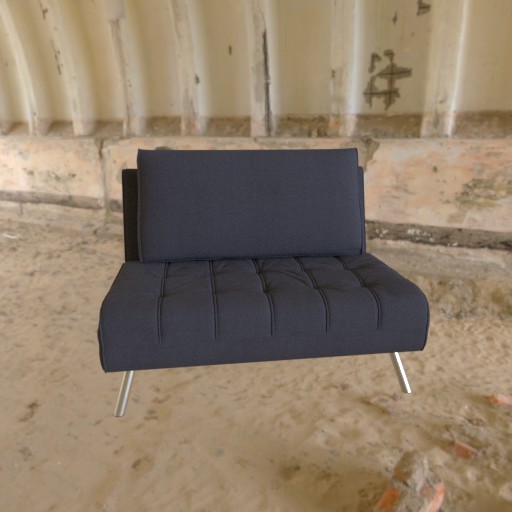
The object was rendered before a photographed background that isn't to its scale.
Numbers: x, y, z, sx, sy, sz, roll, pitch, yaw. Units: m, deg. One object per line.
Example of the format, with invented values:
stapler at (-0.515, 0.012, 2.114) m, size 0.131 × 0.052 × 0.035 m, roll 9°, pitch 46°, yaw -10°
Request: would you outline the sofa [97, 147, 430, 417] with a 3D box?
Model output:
sofa at (0.000, 0.000, 1.962) m, size 1.220 × 0.910 × 0.910 m, roll -2°, pitch 17°, yaw -7°
